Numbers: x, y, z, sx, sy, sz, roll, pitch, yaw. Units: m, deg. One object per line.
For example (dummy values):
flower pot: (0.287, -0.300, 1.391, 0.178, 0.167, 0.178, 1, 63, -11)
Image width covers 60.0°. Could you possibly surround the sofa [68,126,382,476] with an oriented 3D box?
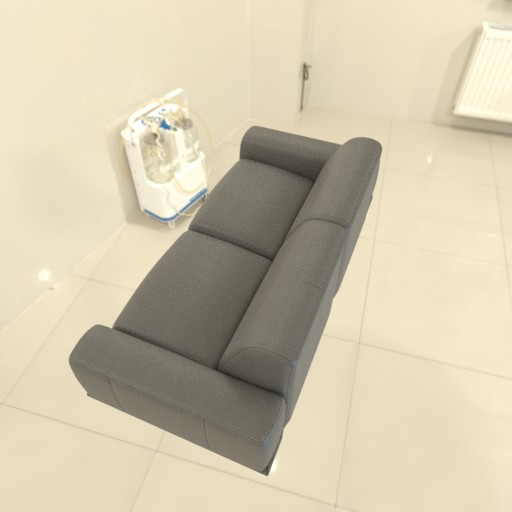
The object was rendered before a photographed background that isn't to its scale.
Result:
sofa: (0.000, 0.000, 2.337, 0.900, 0.772, 1.901, 17, 50, 15)
